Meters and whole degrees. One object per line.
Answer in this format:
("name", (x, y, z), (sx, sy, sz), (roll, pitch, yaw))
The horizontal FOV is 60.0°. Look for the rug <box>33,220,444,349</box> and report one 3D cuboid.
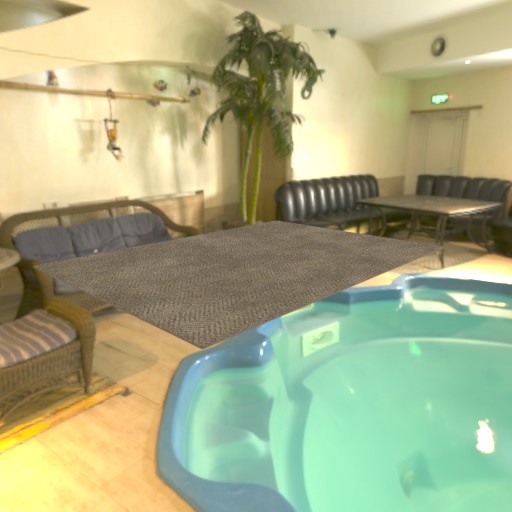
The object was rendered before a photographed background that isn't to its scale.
("rug", (0.000, 0.000, 2.928), (1.600, 0.008, 2.235), (13, 19, 42))
